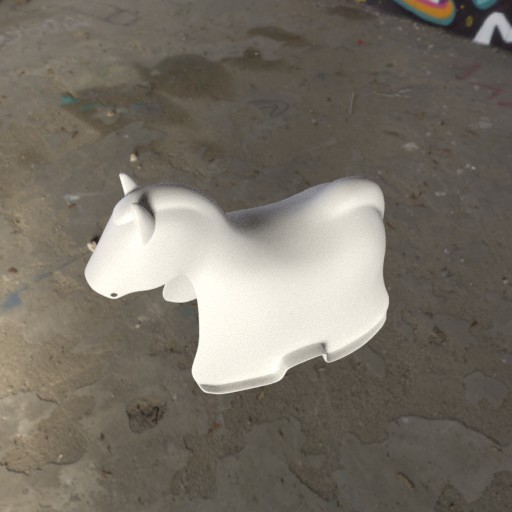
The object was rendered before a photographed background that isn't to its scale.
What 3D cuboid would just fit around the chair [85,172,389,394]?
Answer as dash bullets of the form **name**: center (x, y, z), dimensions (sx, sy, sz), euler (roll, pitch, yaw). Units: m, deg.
- **chair**: center (0.000, 0.000, 1.142), dimensions (0.800, 0.612, 0.429), euler (-18, 50, -16)
